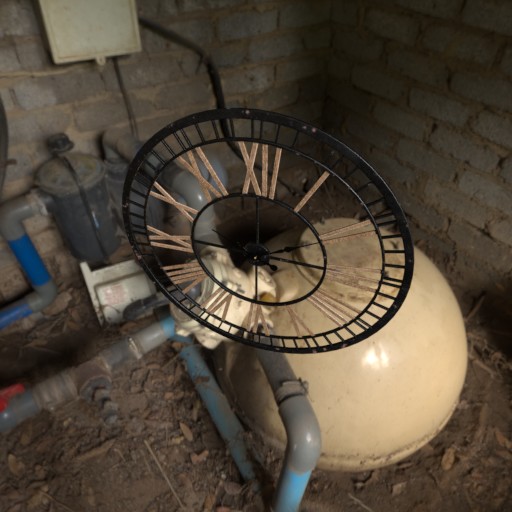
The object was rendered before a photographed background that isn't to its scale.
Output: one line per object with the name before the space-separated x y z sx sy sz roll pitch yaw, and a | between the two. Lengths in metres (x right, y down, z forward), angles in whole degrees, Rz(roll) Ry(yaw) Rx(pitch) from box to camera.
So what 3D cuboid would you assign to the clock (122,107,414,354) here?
clock | 0.000 0.000 1.253 0.843 0.843 0.025 12 42 13
